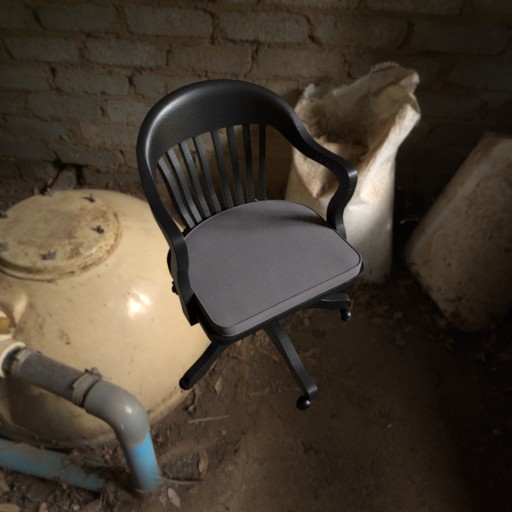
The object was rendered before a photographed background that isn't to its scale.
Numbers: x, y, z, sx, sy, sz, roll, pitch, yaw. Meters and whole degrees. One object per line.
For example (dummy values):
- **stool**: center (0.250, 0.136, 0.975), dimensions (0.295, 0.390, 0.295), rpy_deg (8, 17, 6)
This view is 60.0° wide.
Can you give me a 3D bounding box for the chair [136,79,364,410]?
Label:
- **chair**: center (0.000, 0.000, 1.491), dimensions (0.750, 0.878, 0.788), rpy_deg (-23, 52, -20)
